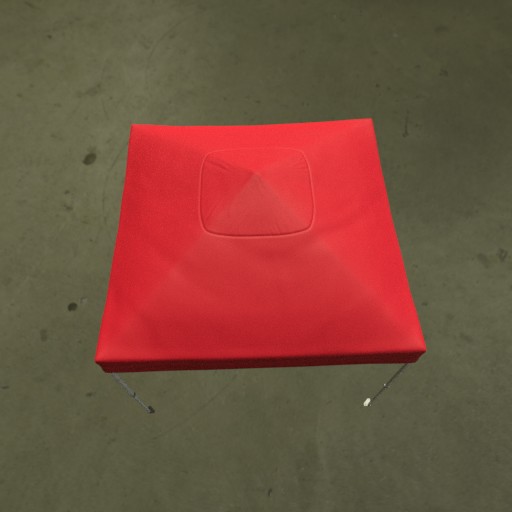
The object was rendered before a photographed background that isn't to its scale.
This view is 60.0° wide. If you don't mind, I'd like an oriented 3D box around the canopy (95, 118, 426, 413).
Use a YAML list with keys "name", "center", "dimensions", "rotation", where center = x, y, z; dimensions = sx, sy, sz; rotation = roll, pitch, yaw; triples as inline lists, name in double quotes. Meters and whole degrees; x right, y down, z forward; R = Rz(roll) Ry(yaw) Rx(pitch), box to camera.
- name: "canopy"
  center: [0.000, 0.000, 5.347]
  dimensions: [2.998, 2.997, 2.996]
  rotation: [-2, 59, -1]
